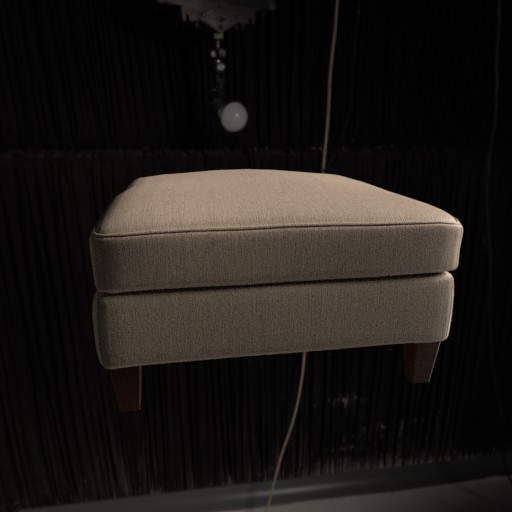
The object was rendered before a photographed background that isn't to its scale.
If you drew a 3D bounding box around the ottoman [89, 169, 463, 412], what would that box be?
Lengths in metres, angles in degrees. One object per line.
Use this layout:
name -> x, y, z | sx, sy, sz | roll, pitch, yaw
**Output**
ottoman -> 0.000, 0.000, 1.364 | 0.838, 0.481, 0.838 | -3, 17, -9
